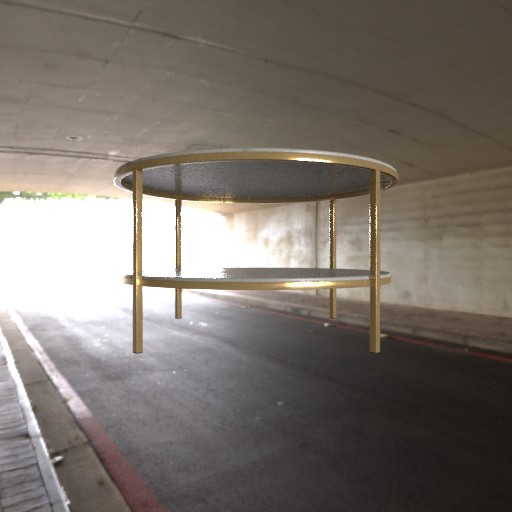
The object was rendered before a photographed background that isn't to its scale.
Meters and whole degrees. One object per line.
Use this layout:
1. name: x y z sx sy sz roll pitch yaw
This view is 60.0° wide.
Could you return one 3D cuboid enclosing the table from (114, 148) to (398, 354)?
1. table: 0.000 0.000 1.312 0.800 0.450 0.800 0 0 0
